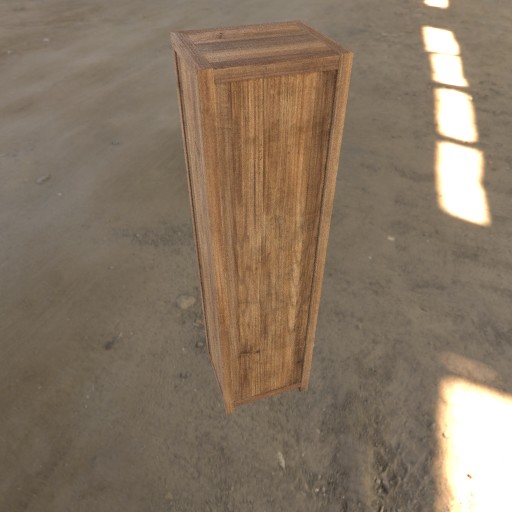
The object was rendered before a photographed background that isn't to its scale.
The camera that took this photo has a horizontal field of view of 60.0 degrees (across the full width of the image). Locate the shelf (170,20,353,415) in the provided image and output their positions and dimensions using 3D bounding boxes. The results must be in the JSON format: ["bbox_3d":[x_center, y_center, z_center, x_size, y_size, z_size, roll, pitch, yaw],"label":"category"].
[{"bbox_3d":[0.000,0.000,2.101,0.500,1.900,0.428,-13,43,-14],"label":"shelf"}]
